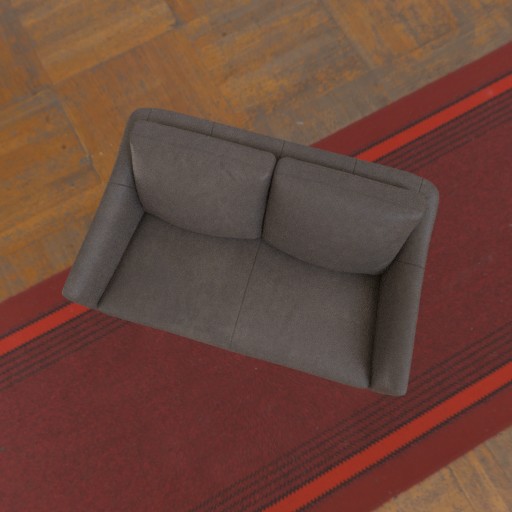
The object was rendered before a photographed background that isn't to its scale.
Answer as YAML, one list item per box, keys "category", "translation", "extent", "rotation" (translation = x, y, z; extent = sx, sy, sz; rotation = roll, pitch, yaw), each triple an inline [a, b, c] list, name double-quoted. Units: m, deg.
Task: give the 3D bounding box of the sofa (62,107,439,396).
- category: "sofa"
  translation: [0.000, 0.000, 2.224]
  extent: [1.619, 0.902, 0.960]
  rotation: [16, 76, 4]
